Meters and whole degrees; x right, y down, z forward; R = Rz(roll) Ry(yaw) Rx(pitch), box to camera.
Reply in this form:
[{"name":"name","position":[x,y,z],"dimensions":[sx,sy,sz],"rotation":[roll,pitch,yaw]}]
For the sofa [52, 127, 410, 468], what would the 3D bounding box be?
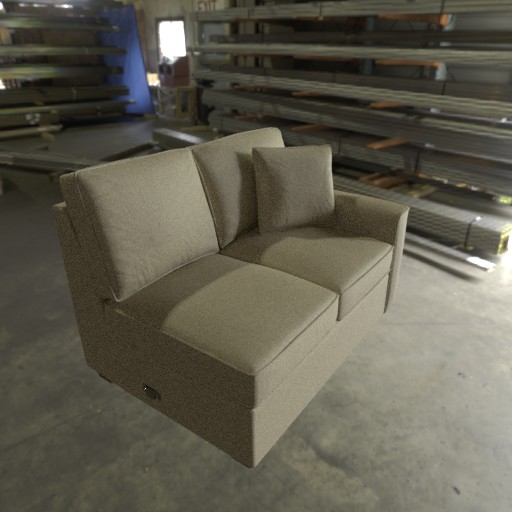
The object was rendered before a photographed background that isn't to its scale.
[{"name":"sofa","position":[0.000,0.000,2.078],"dimensions":[0.991,0.989,1.388],"rotation":[18,31,32]}]
